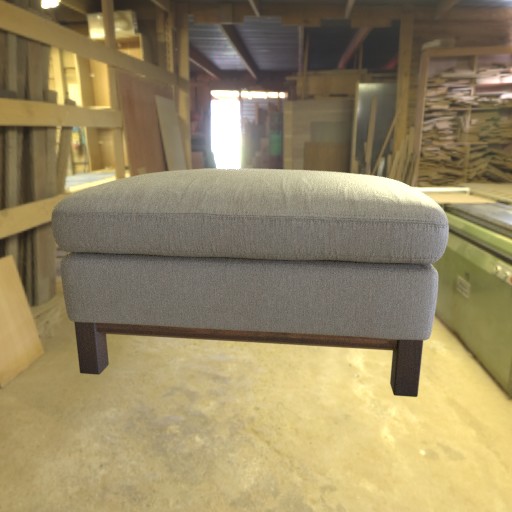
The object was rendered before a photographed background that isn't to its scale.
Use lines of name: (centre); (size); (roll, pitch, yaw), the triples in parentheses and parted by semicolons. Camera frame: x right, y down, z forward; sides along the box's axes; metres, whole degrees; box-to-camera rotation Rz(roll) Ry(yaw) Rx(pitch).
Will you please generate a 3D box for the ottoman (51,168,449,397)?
ottoman: (0.000, 0.000, 1.041); (0.735, 0.404, 0.528); (2, 15, 7)
